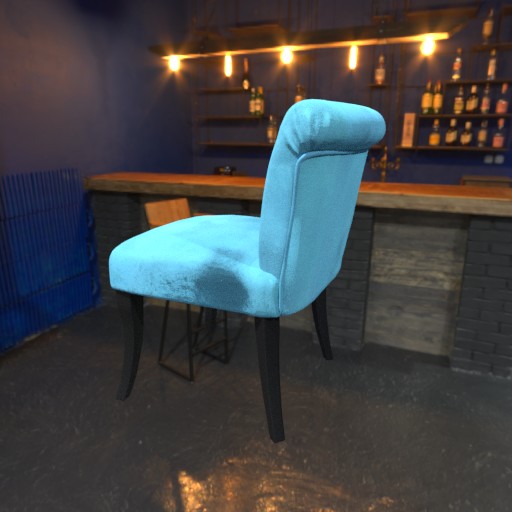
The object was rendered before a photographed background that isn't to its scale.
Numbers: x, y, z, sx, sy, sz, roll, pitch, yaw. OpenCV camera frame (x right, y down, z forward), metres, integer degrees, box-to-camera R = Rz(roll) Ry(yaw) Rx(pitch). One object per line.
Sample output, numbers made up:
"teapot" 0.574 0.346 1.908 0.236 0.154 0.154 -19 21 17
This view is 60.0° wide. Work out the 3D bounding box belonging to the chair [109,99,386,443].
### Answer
"chair" 0.000 0.000 1.187 0.605 0.750 0.582 7 17 24
